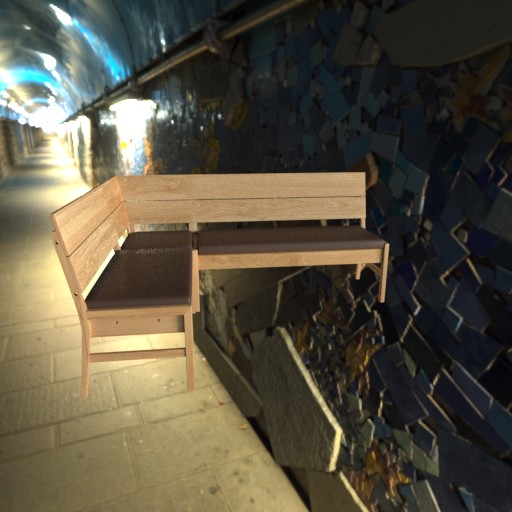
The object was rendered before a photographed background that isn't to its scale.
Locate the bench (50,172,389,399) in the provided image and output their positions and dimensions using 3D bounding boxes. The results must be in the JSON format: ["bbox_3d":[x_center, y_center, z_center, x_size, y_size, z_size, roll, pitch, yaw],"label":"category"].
[{"bbox_3d":[0.000,0.000,2.838,1.975,0.890,1.549,-2,16,-8],"label":"bench"}]
